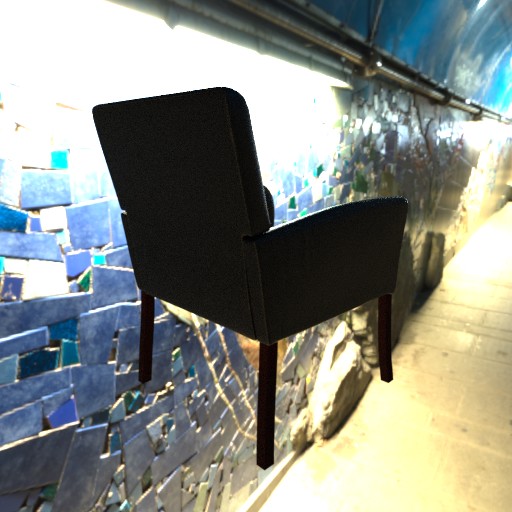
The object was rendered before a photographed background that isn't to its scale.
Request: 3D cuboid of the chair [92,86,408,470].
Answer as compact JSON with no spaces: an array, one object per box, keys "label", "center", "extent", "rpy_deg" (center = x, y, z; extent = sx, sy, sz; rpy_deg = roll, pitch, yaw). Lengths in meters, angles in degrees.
[{"label":"chair","center":[0.000,0.000,1.473],"extent":[0.772,0.951,0.683],"rpy_deg":[-13,19,-43]}]
